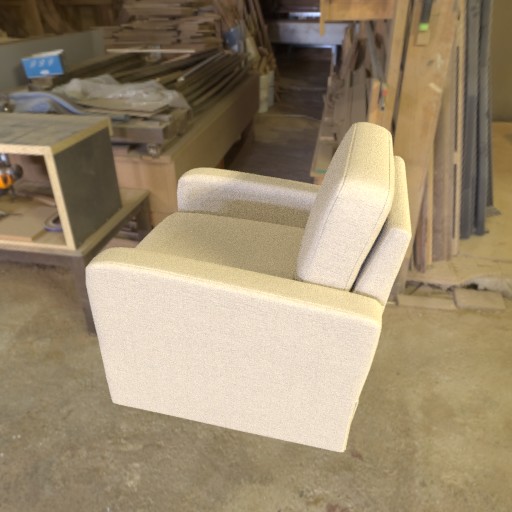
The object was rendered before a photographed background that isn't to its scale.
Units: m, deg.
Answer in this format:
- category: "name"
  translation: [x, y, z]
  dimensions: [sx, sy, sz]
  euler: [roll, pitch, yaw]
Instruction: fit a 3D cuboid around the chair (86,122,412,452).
- category: "chair"
  translation: [0.000, 0.000, 1.494]
  dimensions: [0.888, 0.827, 0.755]
  euler: [8, 32, 12]
